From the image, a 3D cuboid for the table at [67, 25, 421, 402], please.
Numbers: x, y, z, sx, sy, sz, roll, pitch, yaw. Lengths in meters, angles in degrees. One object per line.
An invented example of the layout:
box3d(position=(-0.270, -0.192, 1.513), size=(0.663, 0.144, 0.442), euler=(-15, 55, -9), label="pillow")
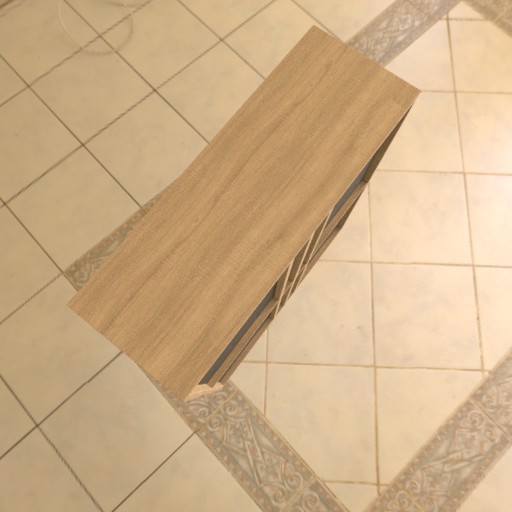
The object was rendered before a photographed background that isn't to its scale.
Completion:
box3d(position=(0.000, 0.000, 1.906), size=(0.398, 1.388, 1.111), euler=(36, 78, 9), label="table")
